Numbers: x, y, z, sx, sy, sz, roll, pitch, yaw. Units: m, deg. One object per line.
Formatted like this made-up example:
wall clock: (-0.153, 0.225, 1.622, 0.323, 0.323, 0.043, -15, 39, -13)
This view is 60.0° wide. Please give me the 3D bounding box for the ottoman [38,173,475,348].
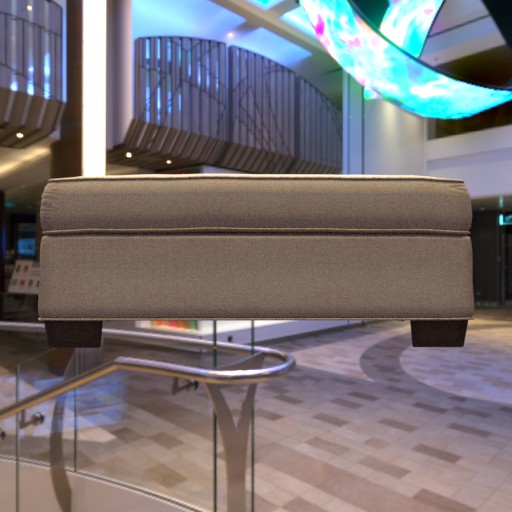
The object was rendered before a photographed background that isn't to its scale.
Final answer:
ottoman: (0.000, 0.000, 1.402, 1.097, 0.461, 0.617, 0, 0, -1)
